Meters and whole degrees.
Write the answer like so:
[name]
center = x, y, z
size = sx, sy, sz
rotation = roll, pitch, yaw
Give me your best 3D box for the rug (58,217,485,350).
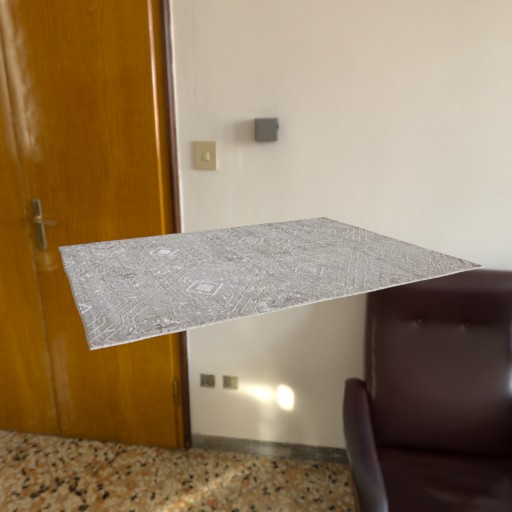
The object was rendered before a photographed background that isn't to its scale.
[rug]
center = 0.000, 0.000, 4.270
size = 3.359, 0.020, 2.448
rotation = -8, 19, -26
